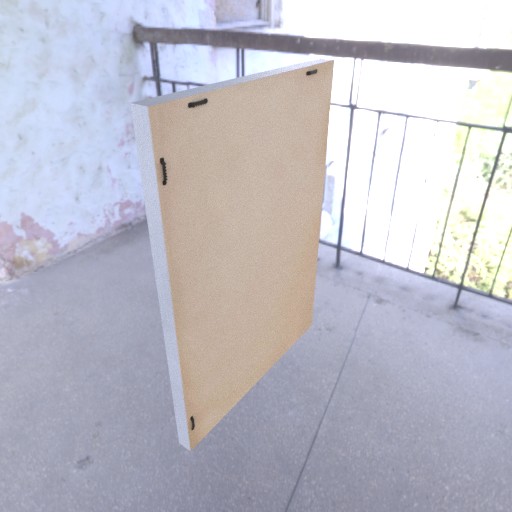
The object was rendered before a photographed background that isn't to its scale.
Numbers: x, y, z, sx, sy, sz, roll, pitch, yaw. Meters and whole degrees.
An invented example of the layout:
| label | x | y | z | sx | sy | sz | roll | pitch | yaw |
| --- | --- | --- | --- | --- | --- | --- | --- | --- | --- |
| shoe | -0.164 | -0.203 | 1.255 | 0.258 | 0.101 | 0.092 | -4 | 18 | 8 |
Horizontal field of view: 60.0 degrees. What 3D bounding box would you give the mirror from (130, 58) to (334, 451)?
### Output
| label | x | y | z | sx | sy | sz | roll | pitch | yaw |
| --- | --- | --- | --- | --- | --- | --- | --- | --- | --- |
| mirror | 0.000 | 0.000 | 0.934 | 0.039 | 0.710 | 0.507 | 21 | 37 | 30 |
